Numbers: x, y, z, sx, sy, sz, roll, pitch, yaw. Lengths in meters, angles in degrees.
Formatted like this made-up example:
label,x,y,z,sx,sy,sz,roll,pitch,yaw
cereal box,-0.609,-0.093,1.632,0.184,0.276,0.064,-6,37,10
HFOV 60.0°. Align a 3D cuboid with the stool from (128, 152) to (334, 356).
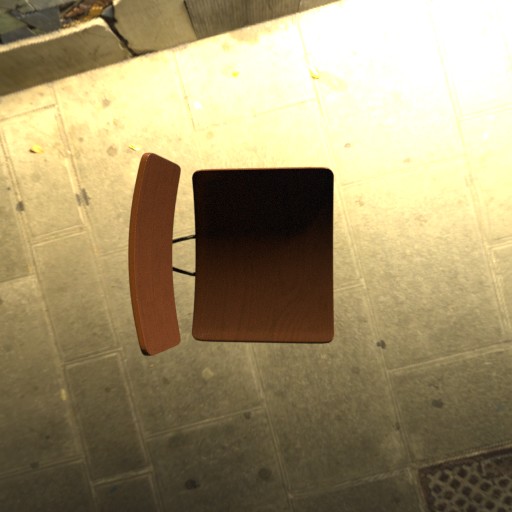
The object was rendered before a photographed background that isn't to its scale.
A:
label,x,y,z,sx,sy,sz,roll,pitch,yaw
stool,0.000,0.000,1.273,0.440,0.969,0.509,0,90,1
